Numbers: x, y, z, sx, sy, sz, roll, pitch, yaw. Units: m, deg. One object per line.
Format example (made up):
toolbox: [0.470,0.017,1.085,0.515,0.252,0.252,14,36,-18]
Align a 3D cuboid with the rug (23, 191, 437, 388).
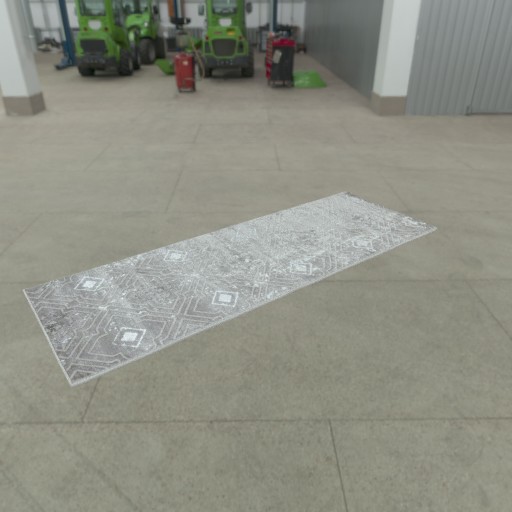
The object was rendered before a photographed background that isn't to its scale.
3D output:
rug: [0.000,0.000,2.613,2.381,0.035,0.832,-20,35,-31]
